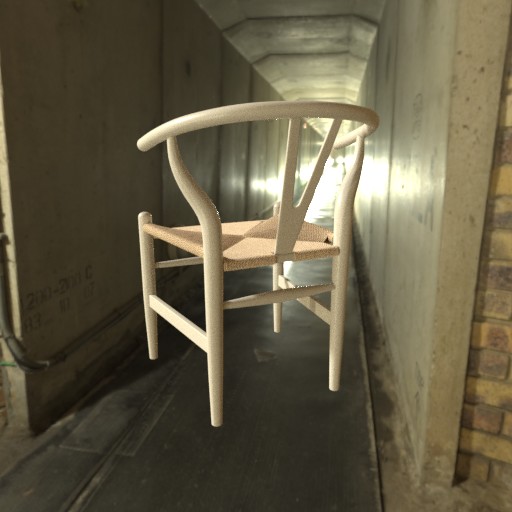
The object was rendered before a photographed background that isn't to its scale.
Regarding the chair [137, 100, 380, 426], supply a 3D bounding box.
[{"bbox_3d":[0.000,0.000,1.167,0.569,0.730,0.579,-7,16,-26],"label":"chair"}]
